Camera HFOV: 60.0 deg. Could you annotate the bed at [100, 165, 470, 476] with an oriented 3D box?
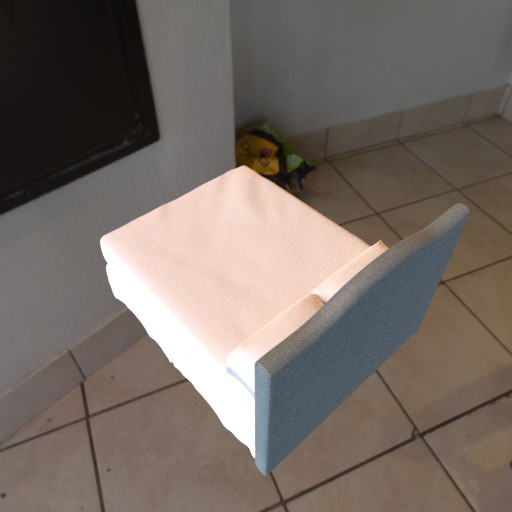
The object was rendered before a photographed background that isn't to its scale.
[{"bbox_3d":[0.000,0.000,3.374,1.753,1.460,2.143,-33,54,-28],"label":"bed"}]
